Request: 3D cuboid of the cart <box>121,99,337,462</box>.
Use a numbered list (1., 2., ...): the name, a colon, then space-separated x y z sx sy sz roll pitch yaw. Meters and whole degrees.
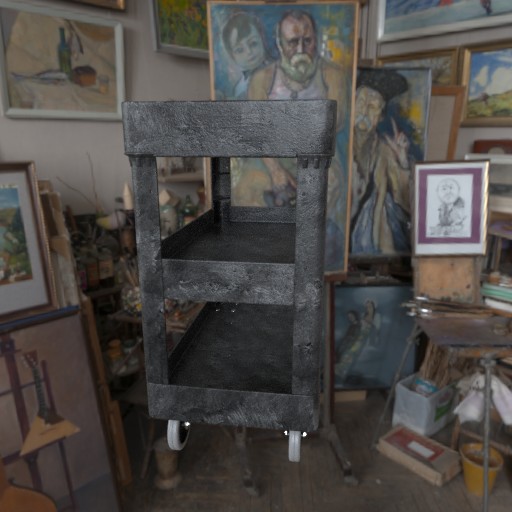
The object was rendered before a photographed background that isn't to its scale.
1. cart: 0.000 0.000 1.339 0.420 0.824 0.877 2 15 8
